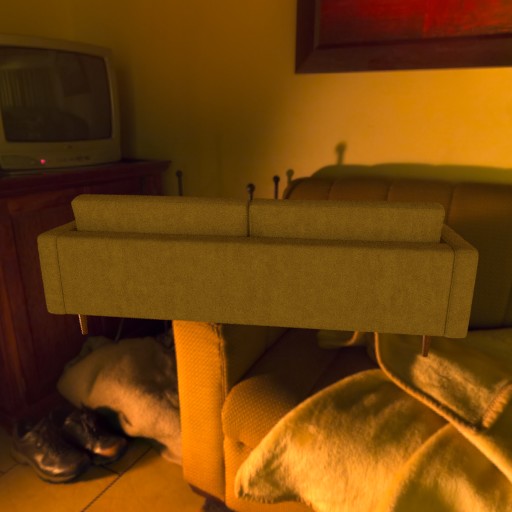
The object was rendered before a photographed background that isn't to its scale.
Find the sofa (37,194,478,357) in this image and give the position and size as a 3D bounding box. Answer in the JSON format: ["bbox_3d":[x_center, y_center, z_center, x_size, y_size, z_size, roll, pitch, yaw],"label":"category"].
[{"bbox_3d":[0.000,0.000,2.636,2.200,0.770,0.919,2,17,7],"label":"sofa"}]
